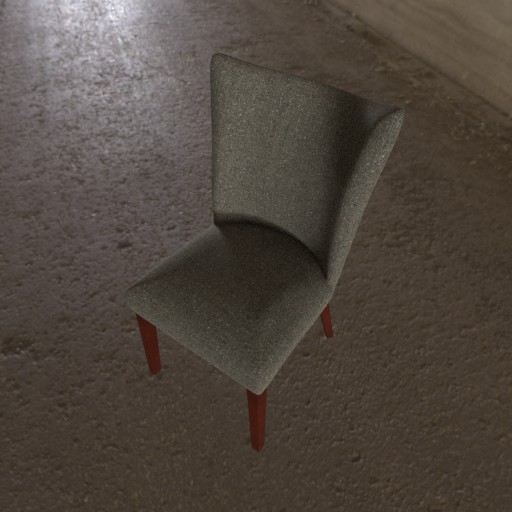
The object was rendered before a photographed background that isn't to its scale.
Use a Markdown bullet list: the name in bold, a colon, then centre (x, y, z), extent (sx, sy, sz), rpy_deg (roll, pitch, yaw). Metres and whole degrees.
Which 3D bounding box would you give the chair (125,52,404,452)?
- **chair**: centre (0.000, 0.000, 1.286), extent (0.535, 0.924, 0.623), rpy_deg (28, 52, 24)
